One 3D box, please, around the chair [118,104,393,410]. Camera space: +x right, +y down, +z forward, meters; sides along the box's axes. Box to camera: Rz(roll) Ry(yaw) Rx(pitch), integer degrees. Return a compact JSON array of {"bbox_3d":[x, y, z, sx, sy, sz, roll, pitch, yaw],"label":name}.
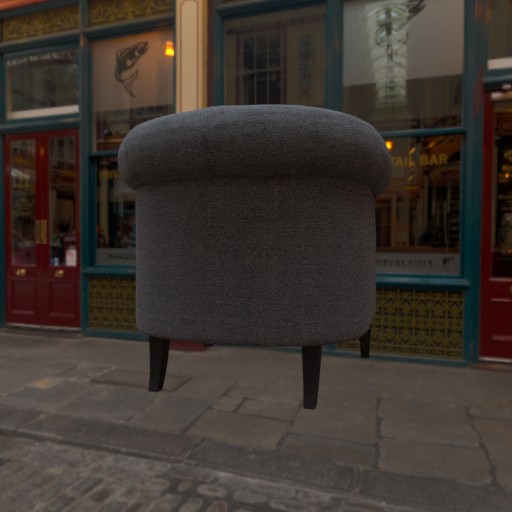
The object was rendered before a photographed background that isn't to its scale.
[{"bbox_3d":[0.000,0.000,1.544,0.905,0.827,0.852,0,1,18],"label":"chair"}]
